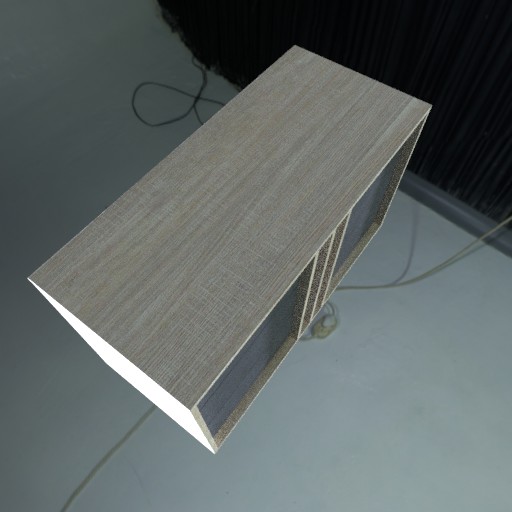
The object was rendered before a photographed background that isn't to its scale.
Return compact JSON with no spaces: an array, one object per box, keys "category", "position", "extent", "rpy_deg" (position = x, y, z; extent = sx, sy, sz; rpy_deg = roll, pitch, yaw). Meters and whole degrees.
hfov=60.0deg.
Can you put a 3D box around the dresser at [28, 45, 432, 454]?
[{"category":"dresser","position":[0.000,0.000,1.518],"extent":[0.500,0.780,1.110],"rpy_deg":[32,64,18]}]
